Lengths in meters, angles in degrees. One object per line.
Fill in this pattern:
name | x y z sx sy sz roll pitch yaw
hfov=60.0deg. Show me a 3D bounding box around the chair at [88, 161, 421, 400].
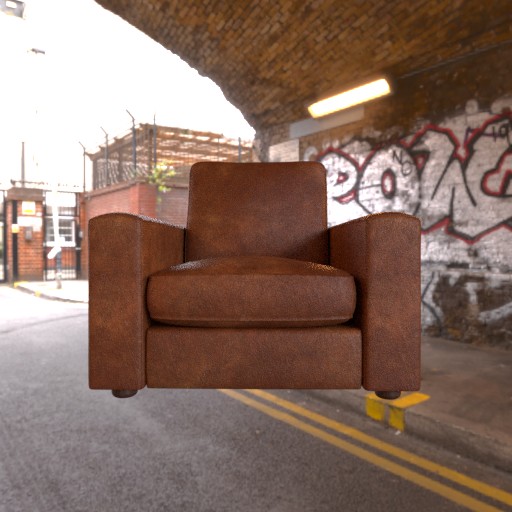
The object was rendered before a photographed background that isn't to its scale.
chair | 0.000 0.000 1.782 1.005 0.873 1.016 0 1 1
